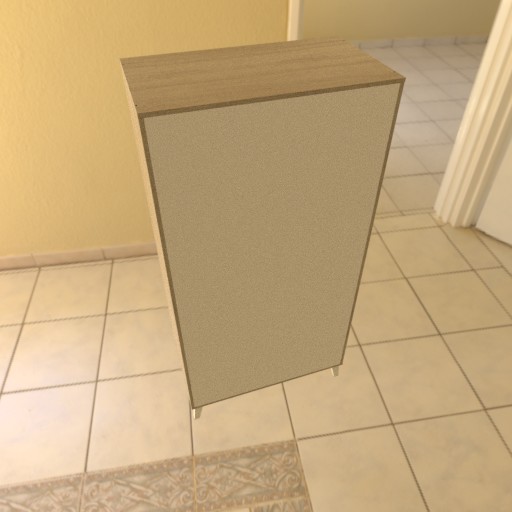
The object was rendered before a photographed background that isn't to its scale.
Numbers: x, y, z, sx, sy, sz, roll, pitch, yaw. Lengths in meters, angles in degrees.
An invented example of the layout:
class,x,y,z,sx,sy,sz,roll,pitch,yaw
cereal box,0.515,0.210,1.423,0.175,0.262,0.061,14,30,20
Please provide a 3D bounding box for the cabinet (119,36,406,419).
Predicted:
class,x,y,z,sx,sy,sz,roll,pitch,yaw
cabinet,0.000,0.000,2.423,1.006,1.999,0.571,-13,43,-14
